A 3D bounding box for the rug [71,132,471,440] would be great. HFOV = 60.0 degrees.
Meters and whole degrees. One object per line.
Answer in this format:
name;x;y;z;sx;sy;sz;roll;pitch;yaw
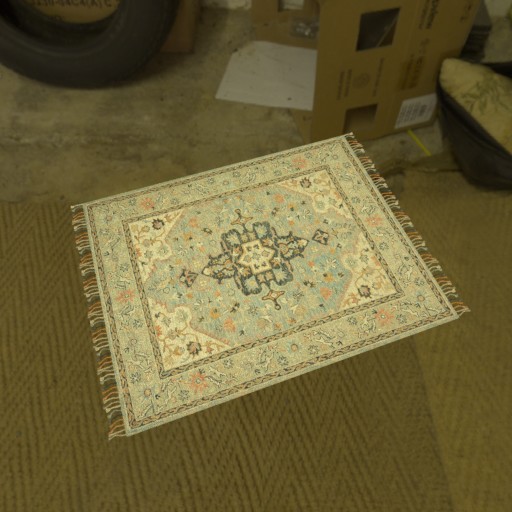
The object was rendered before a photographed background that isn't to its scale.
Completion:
rug;0.000;0.000;3.487;2.651;0.010;1.971;-17;60;-10
